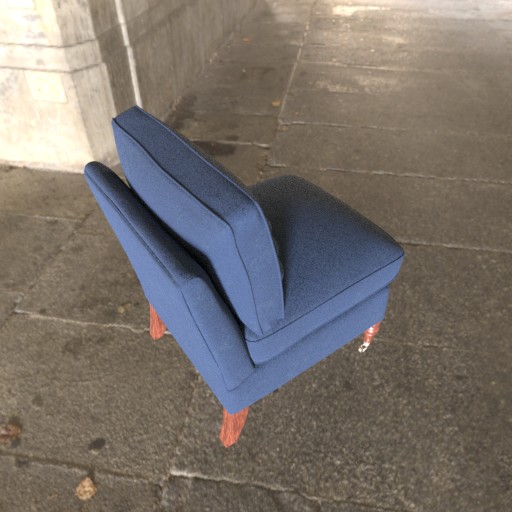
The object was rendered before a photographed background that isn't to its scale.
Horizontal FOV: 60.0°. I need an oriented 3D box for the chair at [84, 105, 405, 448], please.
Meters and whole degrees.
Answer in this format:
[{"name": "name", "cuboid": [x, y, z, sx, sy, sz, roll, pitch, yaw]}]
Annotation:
[{"name": "chair", "cuboid": [0.000, 0.000, 1.668, 0.912, 1.052, 0.724, -25, 47, -26]}]
